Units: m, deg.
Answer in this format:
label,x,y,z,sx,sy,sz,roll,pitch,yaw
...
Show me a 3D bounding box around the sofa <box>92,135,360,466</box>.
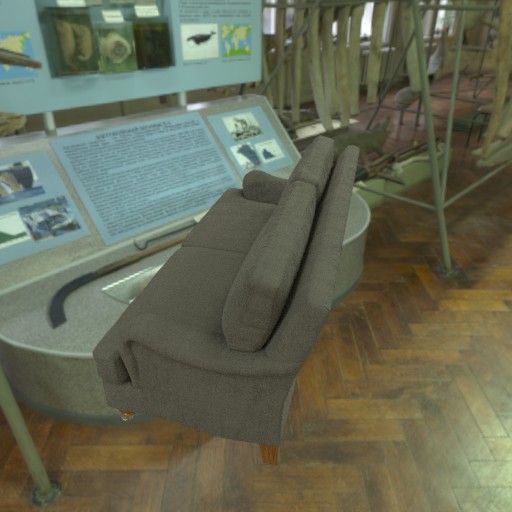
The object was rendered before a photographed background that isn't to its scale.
label,x,y,z,sx,sy,sz,roll,pitch,yaw
sofa,0.000,0.000,2.803,1.086,1.087,2.165,7,31,12
